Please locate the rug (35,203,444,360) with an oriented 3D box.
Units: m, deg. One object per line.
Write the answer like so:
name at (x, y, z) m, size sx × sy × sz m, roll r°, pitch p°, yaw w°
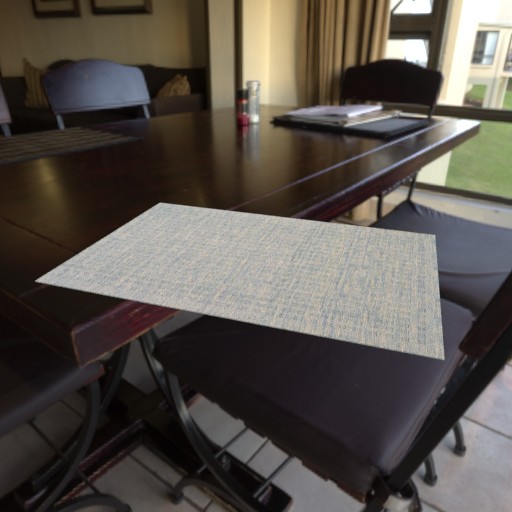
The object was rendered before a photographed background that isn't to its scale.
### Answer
rug at (0.000, 0.000, 2.268) m, size 1.752 × 0.006 × 1.142 m, roll 8°, pitch 27°, yaw 17°
